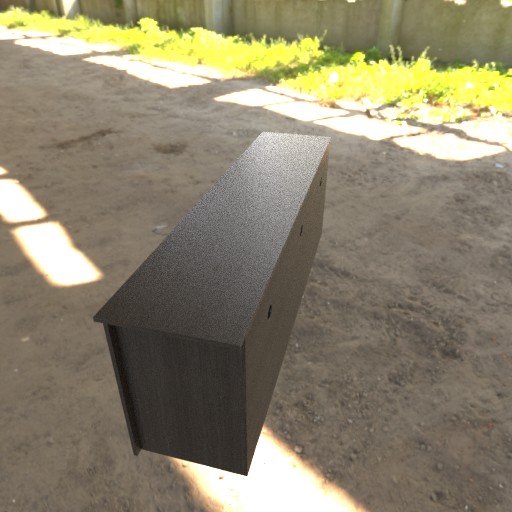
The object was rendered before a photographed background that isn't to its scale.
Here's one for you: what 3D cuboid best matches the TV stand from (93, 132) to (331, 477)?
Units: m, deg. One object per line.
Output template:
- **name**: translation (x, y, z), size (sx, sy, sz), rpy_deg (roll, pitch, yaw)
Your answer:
- **TV stand**: translation (0.000, 0.000, 2.014), size (0.406, 0.610, 1.778), rpy_deg (8, 33, 13)
